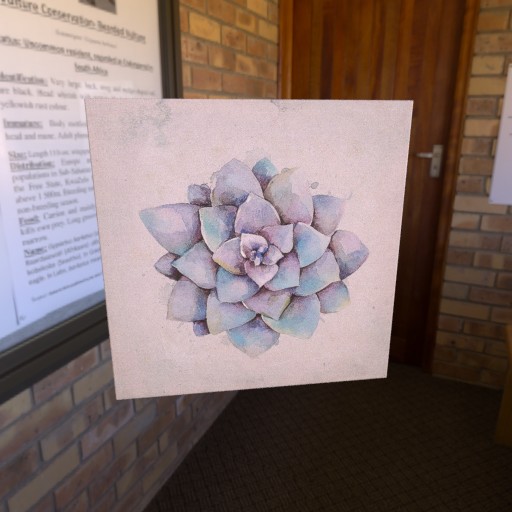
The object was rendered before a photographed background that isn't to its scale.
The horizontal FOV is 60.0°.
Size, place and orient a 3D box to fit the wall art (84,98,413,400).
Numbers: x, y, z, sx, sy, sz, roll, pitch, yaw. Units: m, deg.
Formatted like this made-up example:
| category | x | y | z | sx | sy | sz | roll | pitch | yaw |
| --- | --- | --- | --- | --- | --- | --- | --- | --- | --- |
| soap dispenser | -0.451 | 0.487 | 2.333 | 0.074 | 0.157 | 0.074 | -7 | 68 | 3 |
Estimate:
| category | x | y | z | sx | sy | sz | roll | pitch | yaw |
| --- | --- | --- | --- | --- | --- | --- | --- | --- | --- |
| wall art | 0.000 | 0.000 | 1.145 | 0.762 | 0.762 | 0.038 | -2 | 17 | -8 |
